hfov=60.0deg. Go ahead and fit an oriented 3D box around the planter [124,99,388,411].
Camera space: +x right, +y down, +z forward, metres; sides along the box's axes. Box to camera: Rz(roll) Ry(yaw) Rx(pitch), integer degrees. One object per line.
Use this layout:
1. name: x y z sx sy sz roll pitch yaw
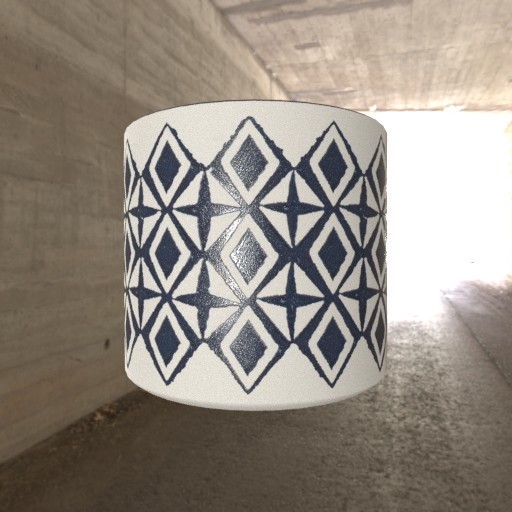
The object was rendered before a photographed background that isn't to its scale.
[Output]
1. planter: 0.000 0.000 0.279 0.159 0.144 0.159 0 1 0
